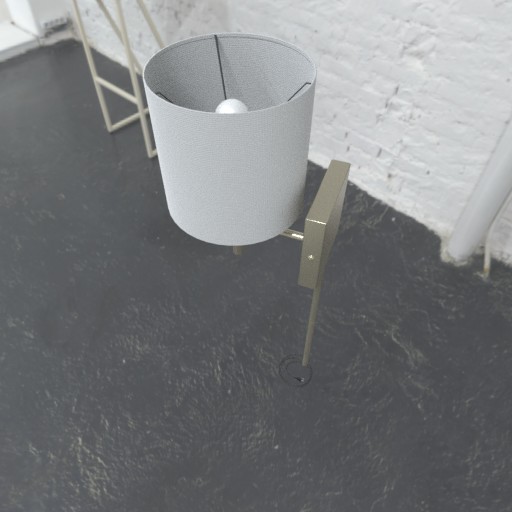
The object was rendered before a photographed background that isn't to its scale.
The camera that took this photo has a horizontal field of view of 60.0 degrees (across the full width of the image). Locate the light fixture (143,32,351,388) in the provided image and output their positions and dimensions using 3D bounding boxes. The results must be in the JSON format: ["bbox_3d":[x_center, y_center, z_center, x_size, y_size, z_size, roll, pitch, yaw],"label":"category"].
[{"bbox_3d":[0.000,0.000,0.694,0.248,0.589,0.188,16,50,14],"label":"light fixture"}]
